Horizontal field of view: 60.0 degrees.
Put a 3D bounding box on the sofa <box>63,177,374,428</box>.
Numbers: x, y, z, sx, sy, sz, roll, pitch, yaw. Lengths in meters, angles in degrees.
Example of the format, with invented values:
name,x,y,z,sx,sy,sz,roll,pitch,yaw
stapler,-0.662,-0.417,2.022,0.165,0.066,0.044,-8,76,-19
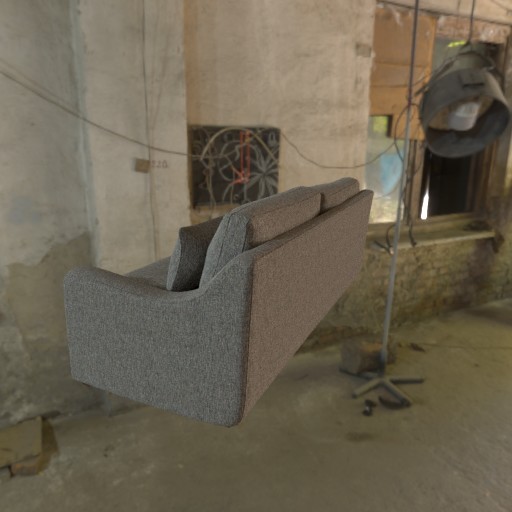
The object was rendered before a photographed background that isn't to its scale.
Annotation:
name,x,y,z,sx,sy,sz,roll,pitch,yaw
sofa,0.000,0.000,3.043,1.103,0.998,2.418,7,17,24
